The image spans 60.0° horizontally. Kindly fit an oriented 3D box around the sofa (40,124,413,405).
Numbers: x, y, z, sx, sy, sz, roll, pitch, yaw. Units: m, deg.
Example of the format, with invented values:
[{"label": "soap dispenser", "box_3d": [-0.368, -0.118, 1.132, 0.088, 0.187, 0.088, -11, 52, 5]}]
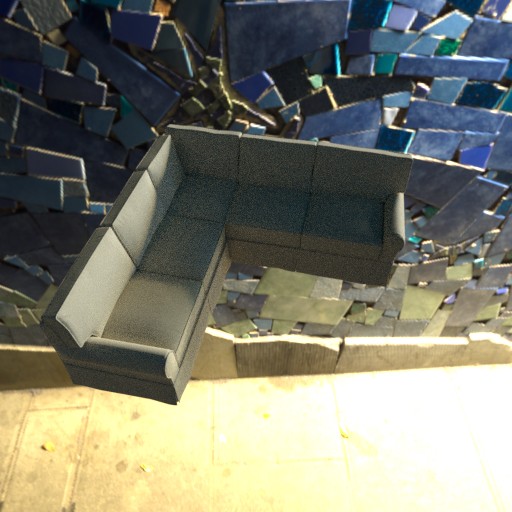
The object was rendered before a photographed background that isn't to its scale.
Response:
[{"label": "sofa", "box_3d": [0.000, 0.000, 3.972, 2.597, 1.070, 2.591, 9, 48, 8]}]
